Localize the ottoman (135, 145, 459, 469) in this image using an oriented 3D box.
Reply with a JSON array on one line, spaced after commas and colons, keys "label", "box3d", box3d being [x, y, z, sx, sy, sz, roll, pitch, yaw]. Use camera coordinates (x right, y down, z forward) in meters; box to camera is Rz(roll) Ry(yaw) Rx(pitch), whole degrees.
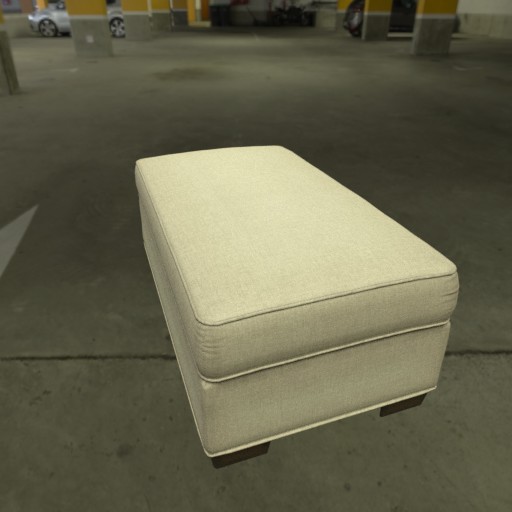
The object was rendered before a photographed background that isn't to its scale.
[{"label": "ottoman", "box3d": [0.000, 0.000, 1.420, 0.617, 0.461, 1.097, -10, 31, -17]}]
